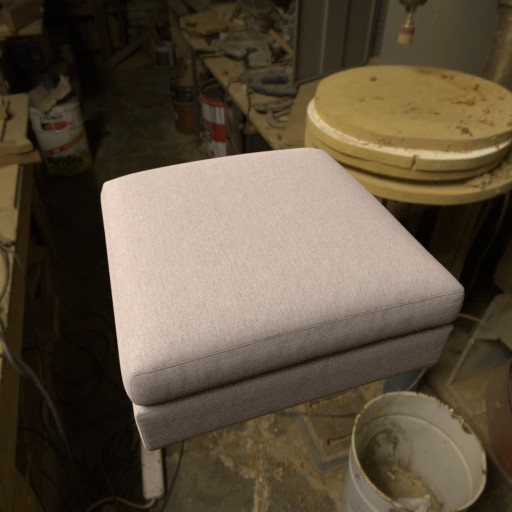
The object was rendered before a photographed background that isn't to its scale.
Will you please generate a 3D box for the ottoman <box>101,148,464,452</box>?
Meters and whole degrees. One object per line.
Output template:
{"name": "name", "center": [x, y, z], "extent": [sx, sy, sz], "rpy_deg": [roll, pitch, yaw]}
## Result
{"name": "ottoman", "center": [0.000, 0.000, 1.659], "extent": [1.041, 0.470, 1.041], "rpy_deg": [-12, 41, -14]}
